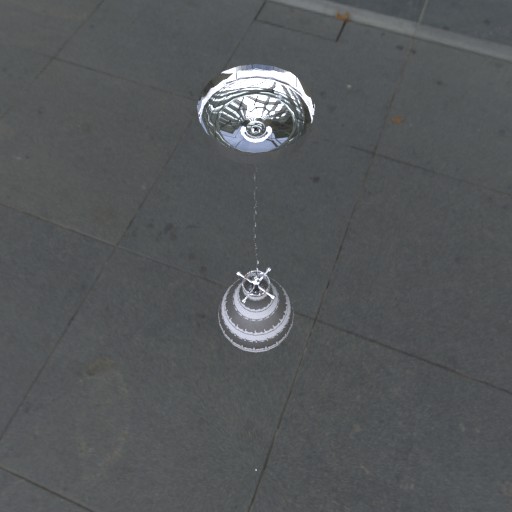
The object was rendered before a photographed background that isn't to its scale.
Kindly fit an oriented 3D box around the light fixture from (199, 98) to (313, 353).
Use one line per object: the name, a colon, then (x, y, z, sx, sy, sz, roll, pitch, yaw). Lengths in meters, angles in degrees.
light fixture: (0.000, 0.000, 1.593, 0.374, 1.457, 0.374, 34, 69, 15)
